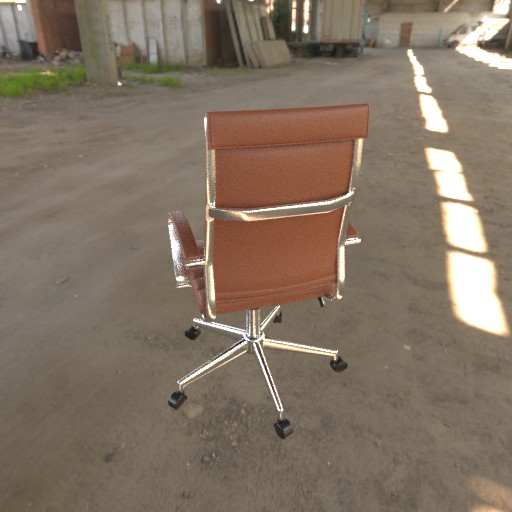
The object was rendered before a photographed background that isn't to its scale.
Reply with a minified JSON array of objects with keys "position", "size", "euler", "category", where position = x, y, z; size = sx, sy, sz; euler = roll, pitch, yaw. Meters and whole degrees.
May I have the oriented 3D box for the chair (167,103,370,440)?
[{"position":[0.000,0.000,1.643],"size":[0.766,1.149,0.739],"euler":[-8,29,-15],"category":"chair"}]
